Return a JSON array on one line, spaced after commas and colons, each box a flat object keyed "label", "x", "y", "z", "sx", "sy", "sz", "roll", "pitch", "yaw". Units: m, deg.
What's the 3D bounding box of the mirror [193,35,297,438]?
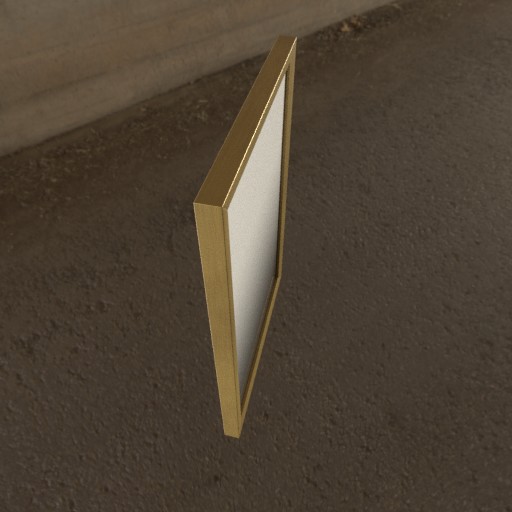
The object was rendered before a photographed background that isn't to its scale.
[{"label": "mirror", "x": 0.000, "y": 0.000, "z": 0.943, "sx": 0.040, "sy": 0.710, "sz": 0.507, "roll": 10, "pitch": 48, "yaw": 9}]
